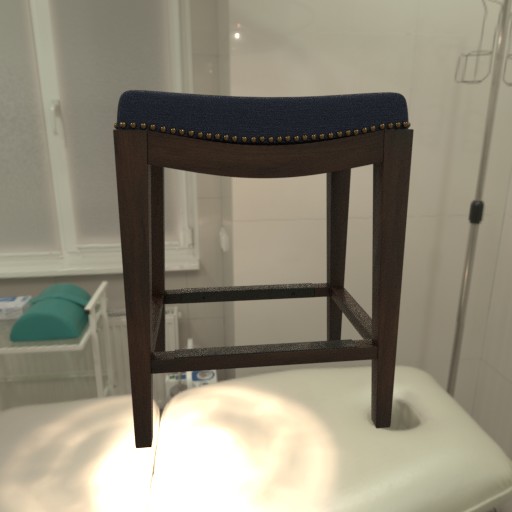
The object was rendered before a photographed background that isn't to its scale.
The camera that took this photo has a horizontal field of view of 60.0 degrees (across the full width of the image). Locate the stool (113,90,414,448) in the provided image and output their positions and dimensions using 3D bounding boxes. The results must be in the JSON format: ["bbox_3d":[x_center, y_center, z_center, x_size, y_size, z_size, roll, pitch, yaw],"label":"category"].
[{"bbox_3d":[0.000,0.000,0.942,0.500,0.642,0.361,-2,17,-7],"label":"stool"}]
